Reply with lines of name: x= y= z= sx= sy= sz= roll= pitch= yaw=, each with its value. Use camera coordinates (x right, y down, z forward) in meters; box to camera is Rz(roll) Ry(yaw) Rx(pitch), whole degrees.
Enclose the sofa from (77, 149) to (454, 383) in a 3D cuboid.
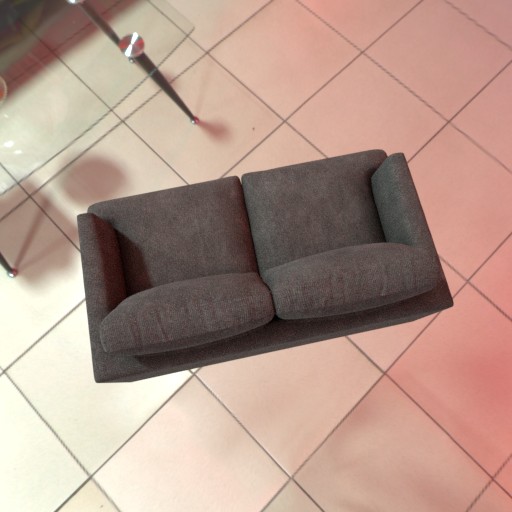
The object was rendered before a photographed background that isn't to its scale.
sofa: x=0.000 y=0.000 z=2.168 sx=1.582 sy=0.956 sz=0.903 roll=-11 pitch=75 yaw=-3
